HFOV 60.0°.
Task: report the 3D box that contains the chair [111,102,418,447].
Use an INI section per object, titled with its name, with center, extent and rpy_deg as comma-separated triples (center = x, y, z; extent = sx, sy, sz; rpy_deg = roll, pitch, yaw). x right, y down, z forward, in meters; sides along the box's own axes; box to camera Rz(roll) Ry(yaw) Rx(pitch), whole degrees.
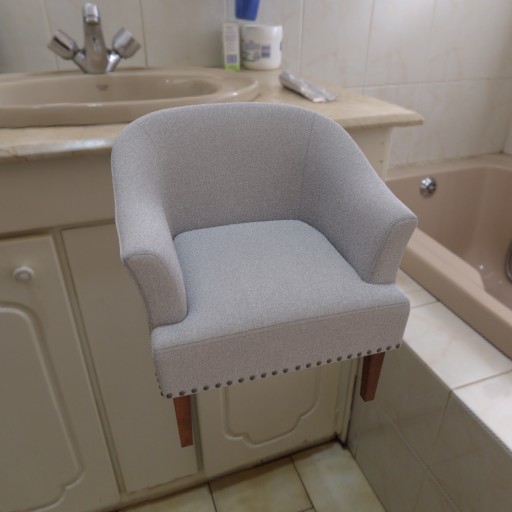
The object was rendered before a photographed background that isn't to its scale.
[chair]
center = 0.000, 0.000, 1.401
extent = 0.798, 0.815, 0.704
rpy_deg = -8, 31, -14
